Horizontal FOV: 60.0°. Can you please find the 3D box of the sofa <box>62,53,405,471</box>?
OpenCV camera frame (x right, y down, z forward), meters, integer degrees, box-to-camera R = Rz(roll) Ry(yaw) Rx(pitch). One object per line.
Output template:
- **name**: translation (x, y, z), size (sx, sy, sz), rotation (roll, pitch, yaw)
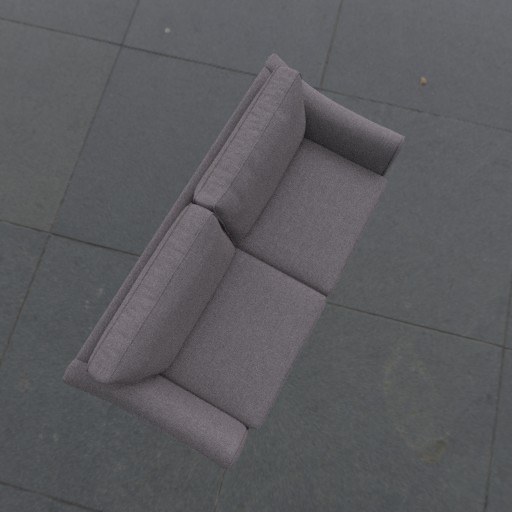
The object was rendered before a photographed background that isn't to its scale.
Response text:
- **sofa**: translation (0.000, 0.000, 2.658), size (1.013, 0.976, 2.203), rotation (28, 77, 7)
